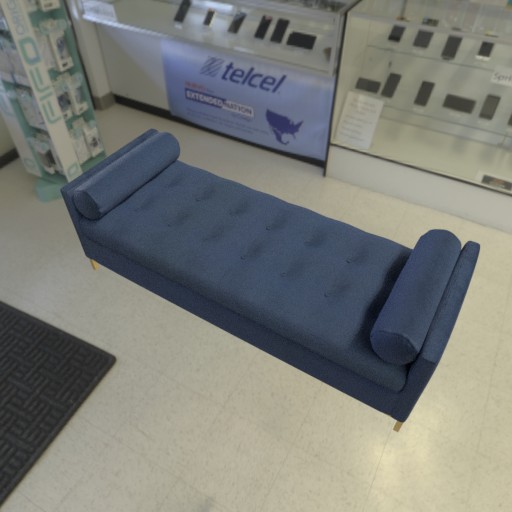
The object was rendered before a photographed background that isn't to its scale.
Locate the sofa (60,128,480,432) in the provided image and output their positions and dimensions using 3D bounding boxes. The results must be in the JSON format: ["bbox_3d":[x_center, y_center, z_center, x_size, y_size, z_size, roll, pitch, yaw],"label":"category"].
[{"bbox_3d":[0.000,0.000,2.489,2.102,0.705,0.796,24,50,21],"label":"sofa"}]
